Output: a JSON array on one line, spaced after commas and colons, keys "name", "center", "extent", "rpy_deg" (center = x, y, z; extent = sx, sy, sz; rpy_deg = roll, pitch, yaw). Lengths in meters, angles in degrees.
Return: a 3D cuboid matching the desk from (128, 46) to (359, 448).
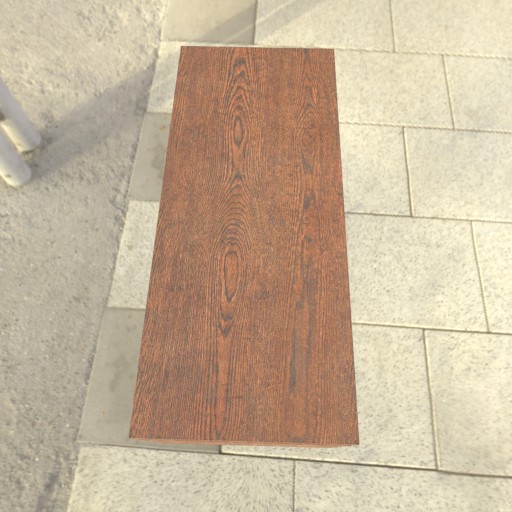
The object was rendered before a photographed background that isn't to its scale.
[{"name": "desk", "center": [0.000, 0.000, 1.761], "extent": [0.610, 0.792, 1.384], "rpy_deg": [1, 66, 1]}]
